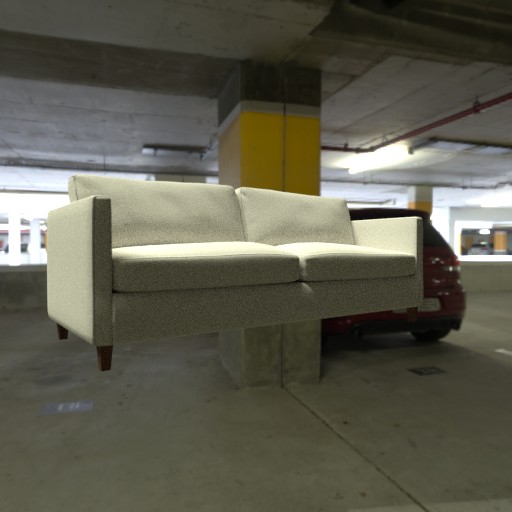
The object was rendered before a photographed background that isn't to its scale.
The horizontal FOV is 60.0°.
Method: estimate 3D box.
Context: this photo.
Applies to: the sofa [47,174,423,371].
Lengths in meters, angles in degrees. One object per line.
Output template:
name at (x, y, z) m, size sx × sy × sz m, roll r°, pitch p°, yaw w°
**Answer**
sofa at (0.000, 0.000, 2.894) m, size 2.361 × 0.962 × 0.951 m, roll -1°, pitch 1°, yaw -35°
